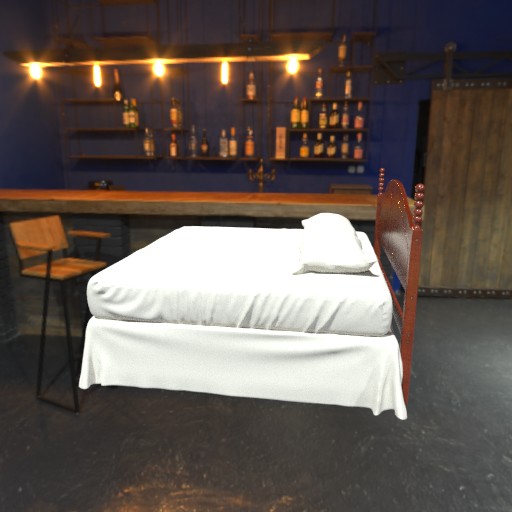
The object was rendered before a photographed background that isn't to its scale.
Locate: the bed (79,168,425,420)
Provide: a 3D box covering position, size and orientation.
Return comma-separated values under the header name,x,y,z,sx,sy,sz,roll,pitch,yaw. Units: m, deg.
name,x,y,z,sx,sy,sz,roll,pitch,yaw
bed,0.000,0.000,3.660,2.219,1.355,2.322,2,14,9
